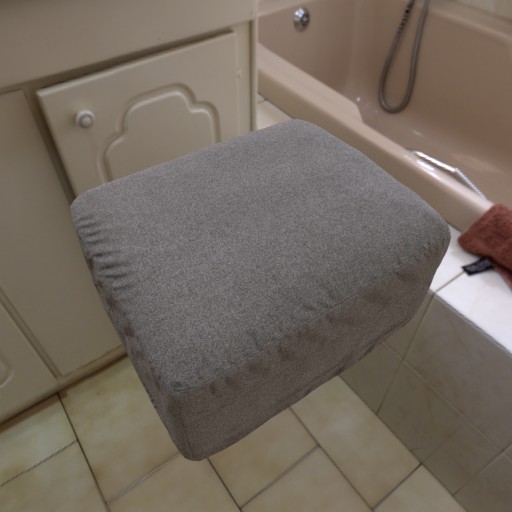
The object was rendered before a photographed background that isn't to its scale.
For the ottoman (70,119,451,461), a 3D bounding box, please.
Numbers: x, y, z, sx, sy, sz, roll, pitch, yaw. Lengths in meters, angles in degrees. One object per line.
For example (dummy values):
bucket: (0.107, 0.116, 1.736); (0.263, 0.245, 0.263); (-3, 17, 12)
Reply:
ottoman: (0.000, 0.000, 1.256); (0.837, 0.481, 0.683); (-26, 53, -22)
